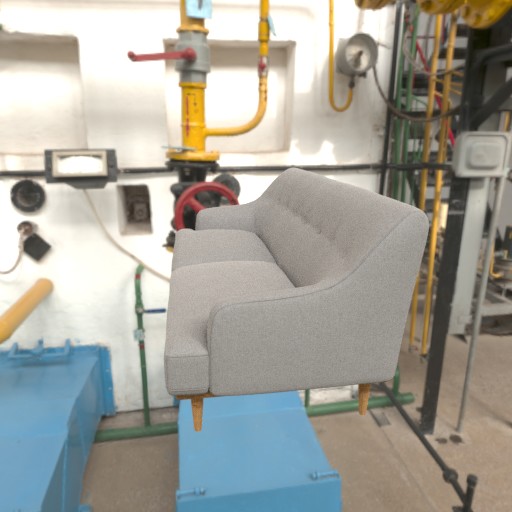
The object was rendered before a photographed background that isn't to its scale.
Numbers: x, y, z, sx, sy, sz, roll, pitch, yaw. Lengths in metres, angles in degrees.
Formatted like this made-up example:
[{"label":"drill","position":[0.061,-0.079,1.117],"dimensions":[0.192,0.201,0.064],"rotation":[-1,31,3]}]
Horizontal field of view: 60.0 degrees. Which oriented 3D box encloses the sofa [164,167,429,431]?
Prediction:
[{"label":"sofa","position":[0.000,0.000,2.561],"dimensions":[0.978,0.871,2.057],"rotation":[-2,16,-8]}]
